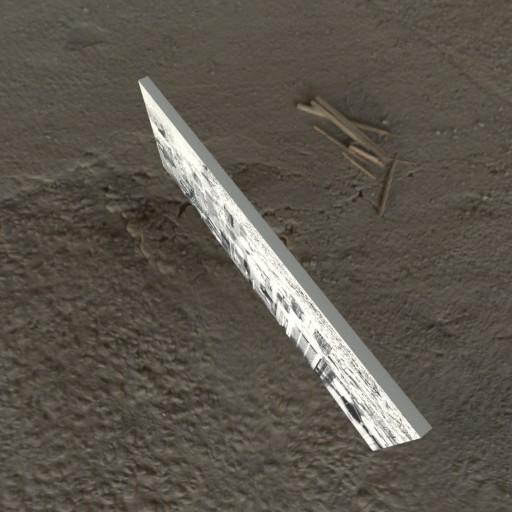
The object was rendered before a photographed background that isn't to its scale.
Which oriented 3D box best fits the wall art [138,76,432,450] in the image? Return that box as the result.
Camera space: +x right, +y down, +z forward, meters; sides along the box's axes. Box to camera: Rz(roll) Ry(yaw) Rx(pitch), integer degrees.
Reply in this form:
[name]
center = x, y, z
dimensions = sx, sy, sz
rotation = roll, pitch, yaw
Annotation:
[wall art]
center = 0.000, 0.000, 1.622
dimensions = 0.044, 0.507, 1.520
rotation = -31, 67, -15
